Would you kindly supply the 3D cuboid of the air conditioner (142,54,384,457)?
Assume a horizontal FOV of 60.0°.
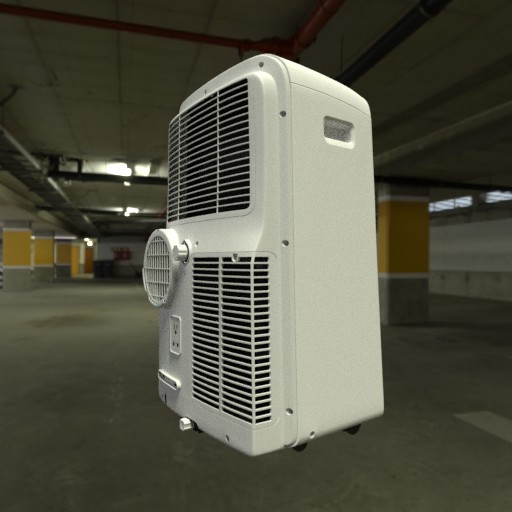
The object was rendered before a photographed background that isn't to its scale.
[{"bbox_3d":[0.000,0.000,0.954,0.365,0.700,0.454,0,-1,-34],"label":"air conditioner"}]
